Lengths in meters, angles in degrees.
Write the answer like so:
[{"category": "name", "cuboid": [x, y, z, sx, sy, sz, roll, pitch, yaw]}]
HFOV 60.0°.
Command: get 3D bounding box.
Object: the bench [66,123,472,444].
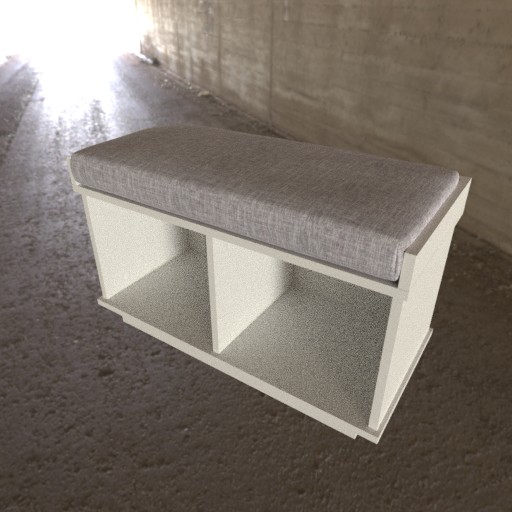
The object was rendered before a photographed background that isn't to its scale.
[{"category": "bench", "cuboid": [0.000, 0.000, 0.980, 0.734, 0.461, 0.362, 19, 35, 29]}]
